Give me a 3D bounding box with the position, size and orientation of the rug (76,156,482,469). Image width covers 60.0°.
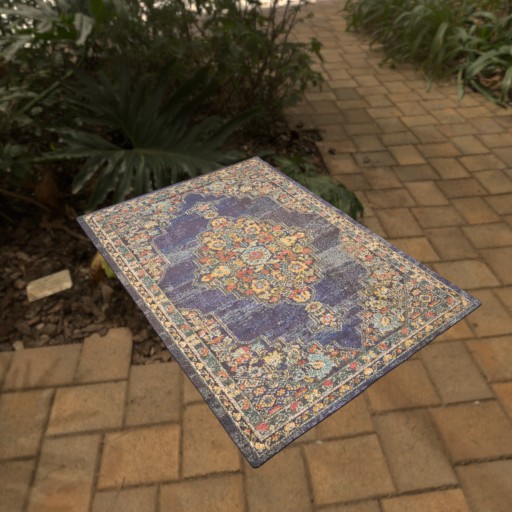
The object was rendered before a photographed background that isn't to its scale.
[{"bbox_3d":[0.000,0.000,2.882,1.630,0.009,2.232,-25,46,-27],"label":"rug"}]
